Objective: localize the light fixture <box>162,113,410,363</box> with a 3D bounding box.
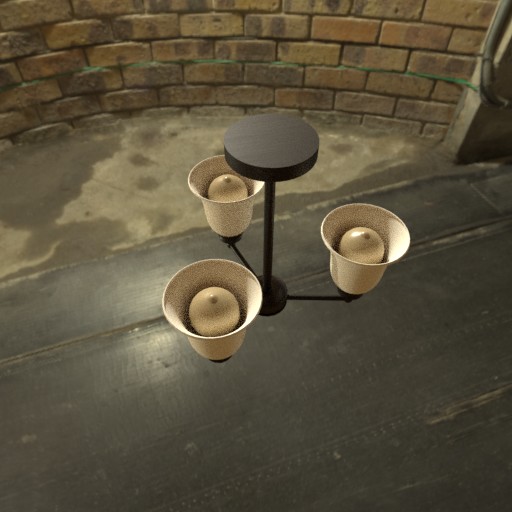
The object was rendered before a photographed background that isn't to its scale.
[{"bbox_3d":[0.000,0.000,0.673,0.388,0.370,0.354,25,52,21],"label":"light fixture"}]
